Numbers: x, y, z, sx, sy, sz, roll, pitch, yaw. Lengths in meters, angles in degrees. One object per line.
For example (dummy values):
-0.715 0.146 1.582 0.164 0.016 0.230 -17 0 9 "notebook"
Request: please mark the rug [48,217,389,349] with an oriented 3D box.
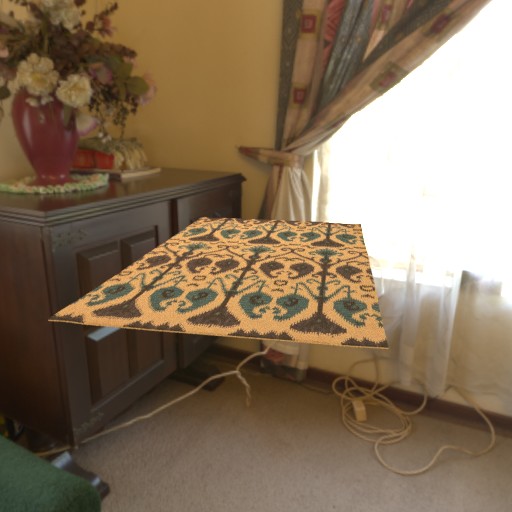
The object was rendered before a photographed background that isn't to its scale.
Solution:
0.000 0.000 2.143 1.072 0.013 1.698 3 17 10 "rug"
